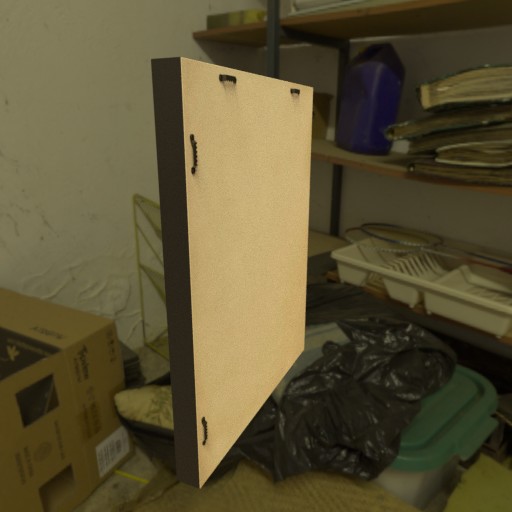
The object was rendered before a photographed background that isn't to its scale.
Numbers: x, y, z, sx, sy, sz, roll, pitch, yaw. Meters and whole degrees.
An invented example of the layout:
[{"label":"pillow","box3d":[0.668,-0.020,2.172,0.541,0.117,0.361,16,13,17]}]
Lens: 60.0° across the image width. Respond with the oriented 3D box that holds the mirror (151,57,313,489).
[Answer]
[{"label":"mirror","box3d":[0.000,0.000,0.676,0.041,0.509,0.406,8,18,24]}]
